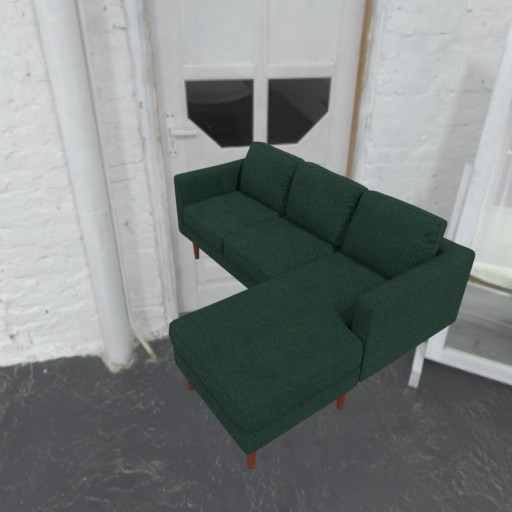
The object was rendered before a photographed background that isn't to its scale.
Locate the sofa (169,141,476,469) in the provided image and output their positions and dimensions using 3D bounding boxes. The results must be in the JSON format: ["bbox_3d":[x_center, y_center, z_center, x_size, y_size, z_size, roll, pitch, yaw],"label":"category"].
[{"bbox_3d":[0.000,0.000,2.880,1.580,0.899,2.030,-21,37,-30],"label":"sofa"}]
